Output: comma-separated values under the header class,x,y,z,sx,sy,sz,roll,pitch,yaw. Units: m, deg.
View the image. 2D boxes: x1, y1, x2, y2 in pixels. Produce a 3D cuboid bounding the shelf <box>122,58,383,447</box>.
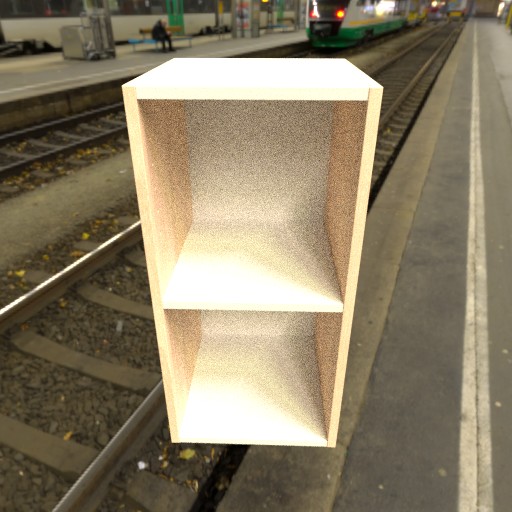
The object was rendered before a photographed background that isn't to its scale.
class,x,y,z,sx,sy,sz,roll,pitch,yaw
shelf,0.000,0.000,0.761,0.290,0.594,0.297,1,29,2
